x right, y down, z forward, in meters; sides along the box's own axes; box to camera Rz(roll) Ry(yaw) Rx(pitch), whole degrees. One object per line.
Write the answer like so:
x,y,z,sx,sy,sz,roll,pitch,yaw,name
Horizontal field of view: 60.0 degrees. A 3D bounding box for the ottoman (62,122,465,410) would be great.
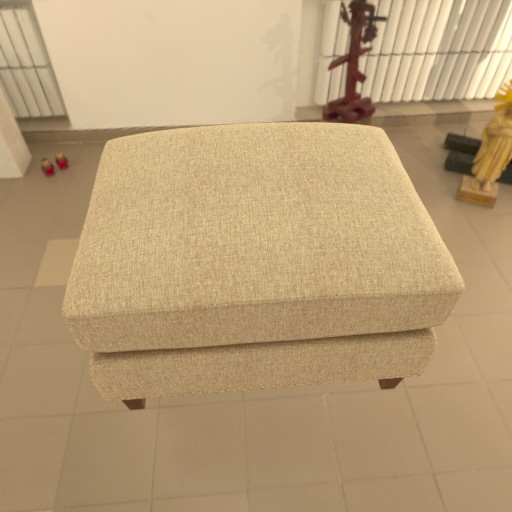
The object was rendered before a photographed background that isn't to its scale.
0.000,0.000,1.107,0.741,0.513,0.584,-4,47,-3,ottoman
